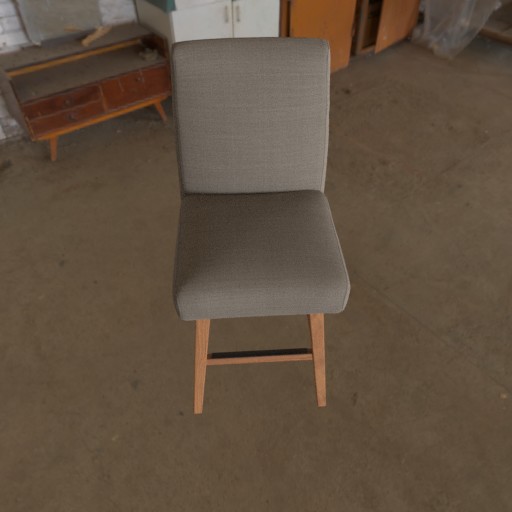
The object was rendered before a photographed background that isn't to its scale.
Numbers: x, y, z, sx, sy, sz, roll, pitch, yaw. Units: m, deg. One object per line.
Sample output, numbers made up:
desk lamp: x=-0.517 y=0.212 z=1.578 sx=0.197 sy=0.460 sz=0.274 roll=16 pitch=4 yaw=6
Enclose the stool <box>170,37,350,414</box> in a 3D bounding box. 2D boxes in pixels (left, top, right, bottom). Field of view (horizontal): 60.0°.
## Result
stool: x=0.000 y=0.000 z=1.376 sx=0.483 sy=1.112 sz=0.570 roll=-2 pitch=47 yaw=-2
